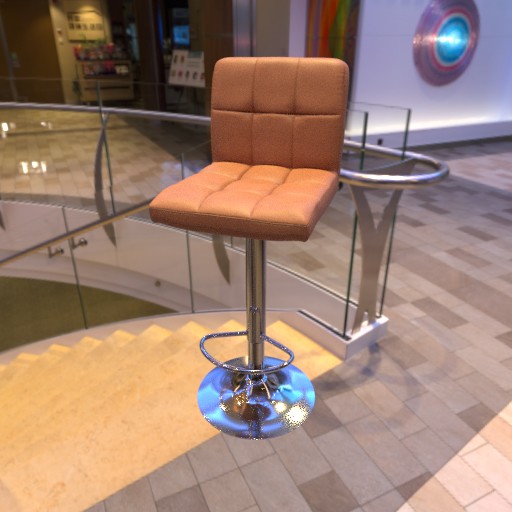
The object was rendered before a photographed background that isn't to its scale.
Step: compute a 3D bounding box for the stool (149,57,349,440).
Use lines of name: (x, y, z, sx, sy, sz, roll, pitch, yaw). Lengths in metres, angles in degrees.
stool: (0.000, 0.000, 1.373, 0.430, 1.115, 0.505, 8, 27, 16)
